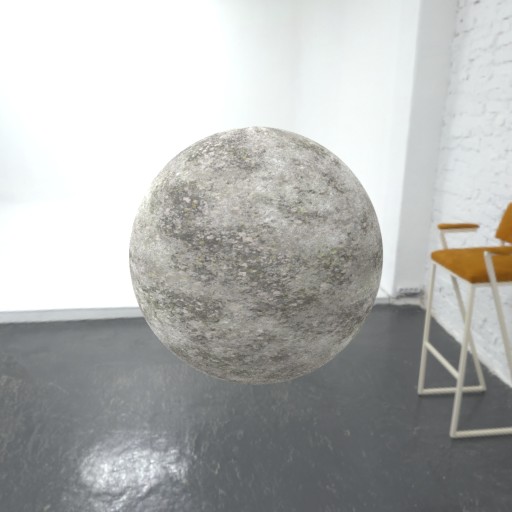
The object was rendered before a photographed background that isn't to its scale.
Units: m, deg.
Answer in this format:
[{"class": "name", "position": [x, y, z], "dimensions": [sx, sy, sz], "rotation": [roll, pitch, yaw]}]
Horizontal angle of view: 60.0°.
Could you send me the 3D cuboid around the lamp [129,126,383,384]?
[{"class": "lamp", "position": [0.000, 0.000, 0.765], "dimensions": [0.422, 0.429, 0.422], "rotation": [0, 16, 0]}]
